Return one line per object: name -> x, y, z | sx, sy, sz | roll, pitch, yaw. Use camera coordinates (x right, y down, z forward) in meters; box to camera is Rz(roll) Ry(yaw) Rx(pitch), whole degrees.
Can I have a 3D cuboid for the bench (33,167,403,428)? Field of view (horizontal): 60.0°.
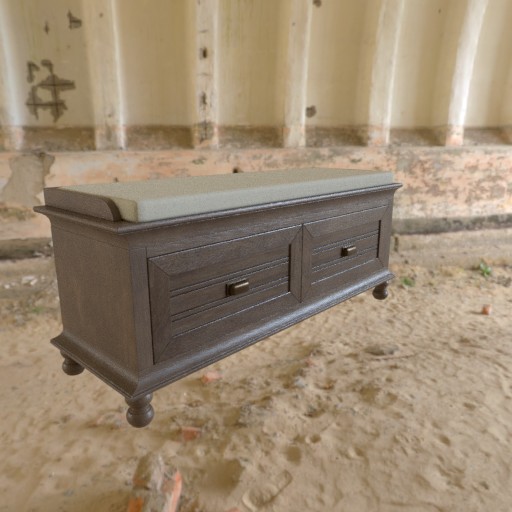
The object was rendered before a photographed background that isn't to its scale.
bench -> 0.000, 0.000, 1.430 | 0.402, 0.501, 1.185 | 14, 20, 41
